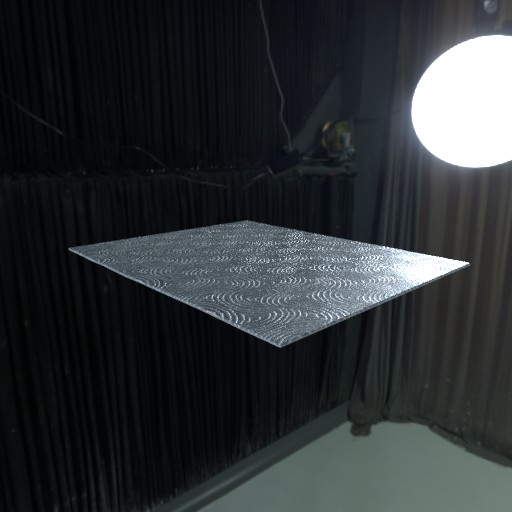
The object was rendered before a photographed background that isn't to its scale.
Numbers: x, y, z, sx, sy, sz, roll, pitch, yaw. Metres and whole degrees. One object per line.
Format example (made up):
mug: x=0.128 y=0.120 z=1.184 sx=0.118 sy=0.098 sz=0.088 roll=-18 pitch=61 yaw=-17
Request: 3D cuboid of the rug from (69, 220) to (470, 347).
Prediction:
rug: x=0.000 y=0.000 z=4.267 sx=2.456 sy=0.021 sz=3.042 roll=-13 pitch=19 yaw=-41
